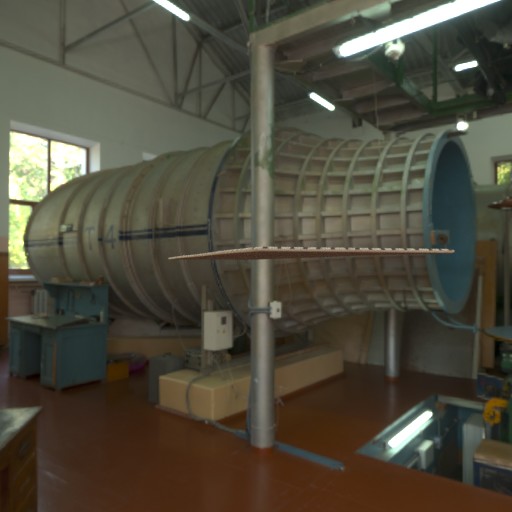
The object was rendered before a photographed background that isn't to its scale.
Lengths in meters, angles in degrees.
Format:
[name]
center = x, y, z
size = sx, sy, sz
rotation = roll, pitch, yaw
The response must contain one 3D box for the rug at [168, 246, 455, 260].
[rug]
center = 0.000, 0.000, 2.678
size = 0.773, 0.020, 2.439
rotation = 0, -1, -18
